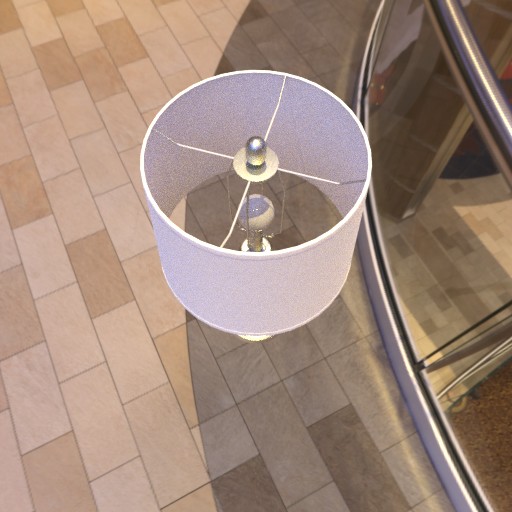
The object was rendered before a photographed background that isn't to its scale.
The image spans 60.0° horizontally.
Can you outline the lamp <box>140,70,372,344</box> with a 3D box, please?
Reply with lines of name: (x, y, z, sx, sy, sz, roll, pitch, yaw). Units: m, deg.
lamp: (0.000, 0.000, 0.943, 0.383, 0.733, 0.383, 0, 64, 0)
